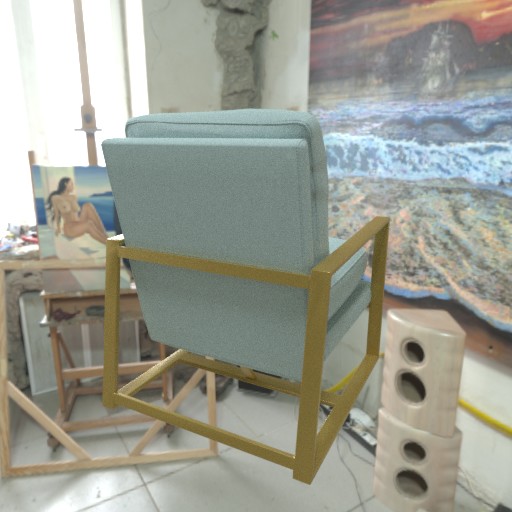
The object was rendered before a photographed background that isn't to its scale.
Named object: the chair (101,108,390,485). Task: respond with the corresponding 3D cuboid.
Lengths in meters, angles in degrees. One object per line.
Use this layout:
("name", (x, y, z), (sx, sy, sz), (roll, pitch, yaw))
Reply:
("chair", (0.000, 0.000, 1.555), (0.758, 0.956, 0.813), (8, 17, 27))
